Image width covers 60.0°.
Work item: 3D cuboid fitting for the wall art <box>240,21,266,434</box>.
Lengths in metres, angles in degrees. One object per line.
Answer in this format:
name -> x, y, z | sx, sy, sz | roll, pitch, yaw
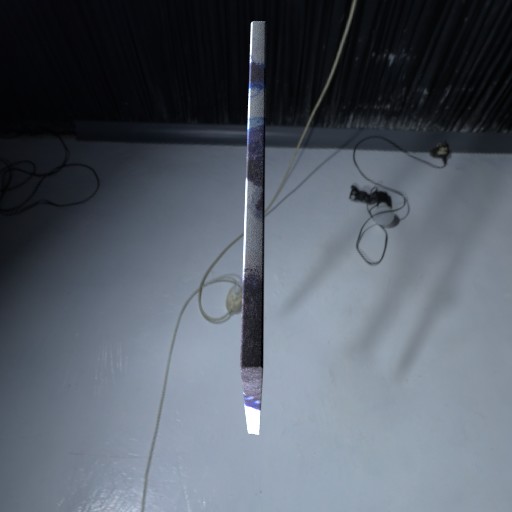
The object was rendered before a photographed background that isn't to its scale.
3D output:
wall art -> 0.000, 0.000, 1.311 | 0.038, 0.885, 0.887 | 1, 62, 0
